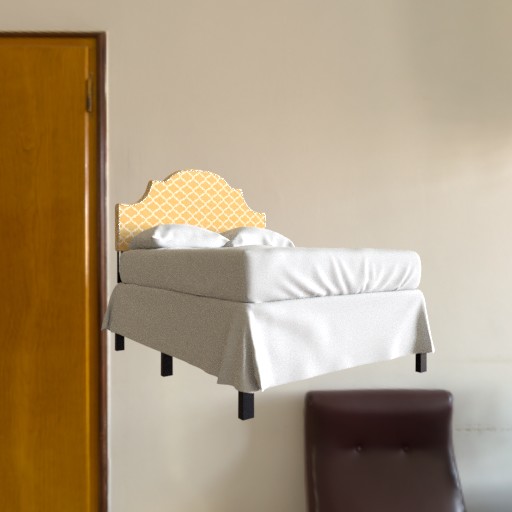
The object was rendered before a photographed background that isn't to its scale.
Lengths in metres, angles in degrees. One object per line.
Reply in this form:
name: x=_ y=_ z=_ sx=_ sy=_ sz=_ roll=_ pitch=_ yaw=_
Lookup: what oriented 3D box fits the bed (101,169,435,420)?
bed: x=0.000 y=0.000 z=3.490 sx=1.780 sy=1.633 sz=2.222 roll=0 pitch=1 yaw=-36
